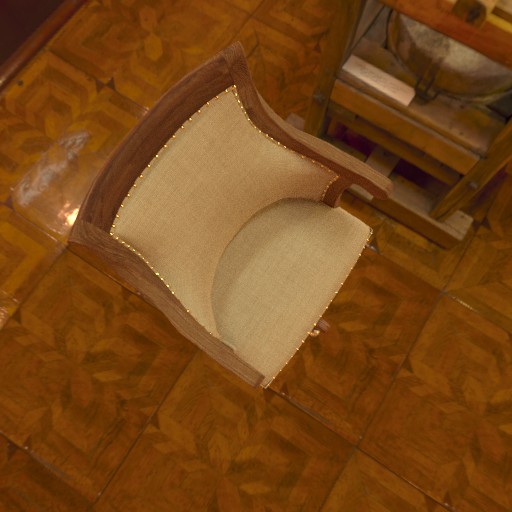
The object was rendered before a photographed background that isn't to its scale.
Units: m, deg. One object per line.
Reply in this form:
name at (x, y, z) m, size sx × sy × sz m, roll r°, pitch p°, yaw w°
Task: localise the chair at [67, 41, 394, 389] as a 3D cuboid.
chair at (0.000, 0.000, 1.408) m, size 0.689 × 0.965 × 0.656 m, roll 35°, pitch 78°, yaw 8°
